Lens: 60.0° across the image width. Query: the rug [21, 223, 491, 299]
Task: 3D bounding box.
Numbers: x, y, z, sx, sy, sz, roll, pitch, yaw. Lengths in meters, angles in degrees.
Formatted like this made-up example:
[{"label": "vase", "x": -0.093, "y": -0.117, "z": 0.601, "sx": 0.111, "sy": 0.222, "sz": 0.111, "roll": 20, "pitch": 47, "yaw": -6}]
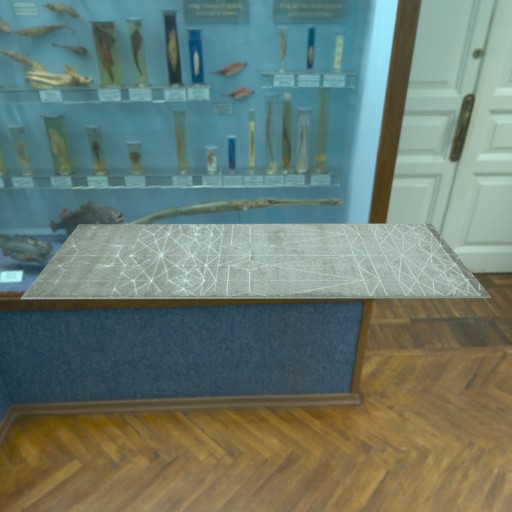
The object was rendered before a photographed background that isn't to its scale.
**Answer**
[{"label": "rug", "x": 0.000, "y": 0.000, "z": 2.625, "sx": 2.388, "sy": 0.012, "sz": 0.864, "roll": 0, "pitch": 30, "yaw": 0}]
